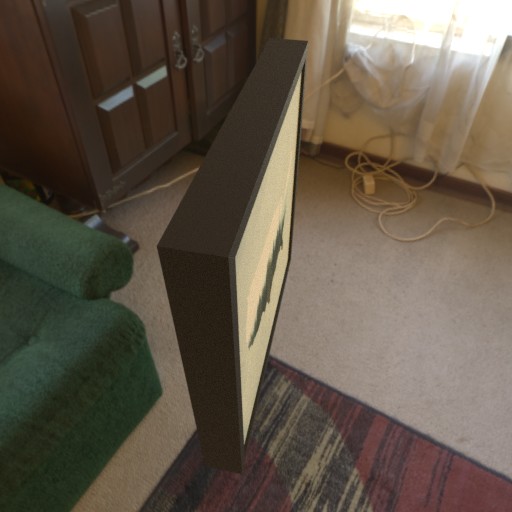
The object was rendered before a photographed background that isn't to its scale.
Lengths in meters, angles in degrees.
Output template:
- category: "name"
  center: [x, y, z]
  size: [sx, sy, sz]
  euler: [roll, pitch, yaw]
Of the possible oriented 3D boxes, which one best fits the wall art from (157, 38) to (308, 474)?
- category: "wall art"
  center: [0.000, 0.000, 0.437]
  size: [0.038, 0.304, 0.304]
  euler: [9, 46, 9]
